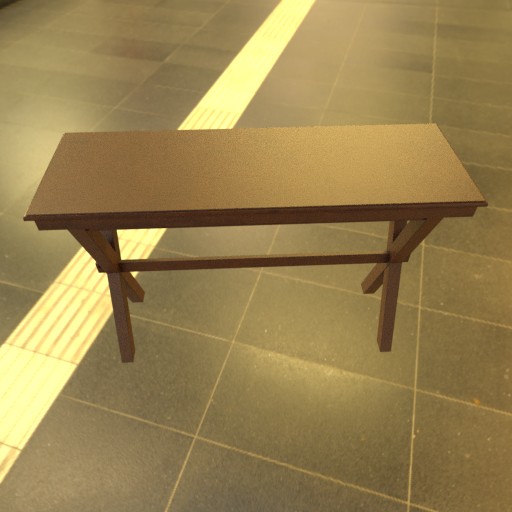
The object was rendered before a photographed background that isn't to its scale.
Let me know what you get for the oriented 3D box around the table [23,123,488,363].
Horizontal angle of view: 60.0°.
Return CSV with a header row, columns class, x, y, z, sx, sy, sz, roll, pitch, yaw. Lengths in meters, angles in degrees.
class,x,y,z,sx,sy,sz,roll,pitch,yaw
table,0.000,0.000,1.545,1.197,0.763,0.399,-2,46,-2
